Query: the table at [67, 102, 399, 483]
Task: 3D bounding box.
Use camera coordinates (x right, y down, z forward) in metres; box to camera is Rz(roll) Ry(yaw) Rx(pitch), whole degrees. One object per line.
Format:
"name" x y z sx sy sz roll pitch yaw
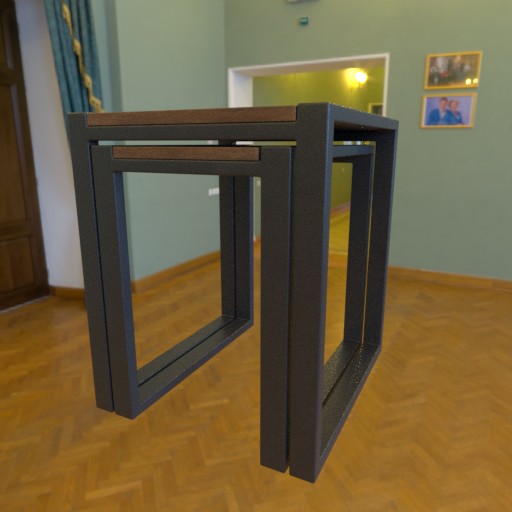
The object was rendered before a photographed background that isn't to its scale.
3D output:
"table" 0.000 0.000 0.916 0.449 0.550 0.500 7 16 26
